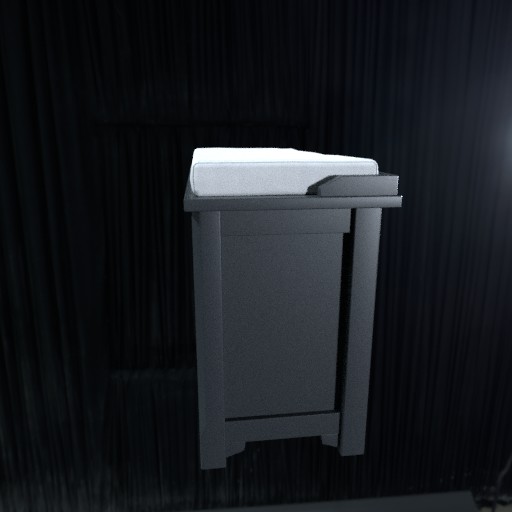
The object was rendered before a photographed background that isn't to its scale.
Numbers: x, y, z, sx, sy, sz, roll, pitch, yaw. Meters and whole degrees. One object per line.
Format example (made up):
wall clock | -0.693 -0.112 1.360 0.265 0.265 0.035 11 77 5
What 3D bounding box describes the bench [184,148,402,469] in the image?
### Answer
bench | 0.000 0.000 1.208 0.345 0.561 0.973 -2 15 -7
